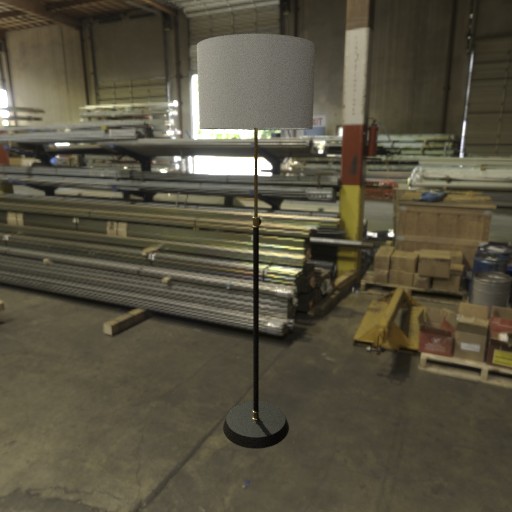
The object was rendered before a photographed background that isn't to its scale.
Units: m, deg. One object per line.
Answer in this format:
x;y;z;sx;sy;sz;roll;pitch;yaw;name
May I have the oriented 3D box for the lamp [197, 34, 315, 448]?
0.000;0.000;1.713;0.404;1.517;0.404;7;16;24;lamp
